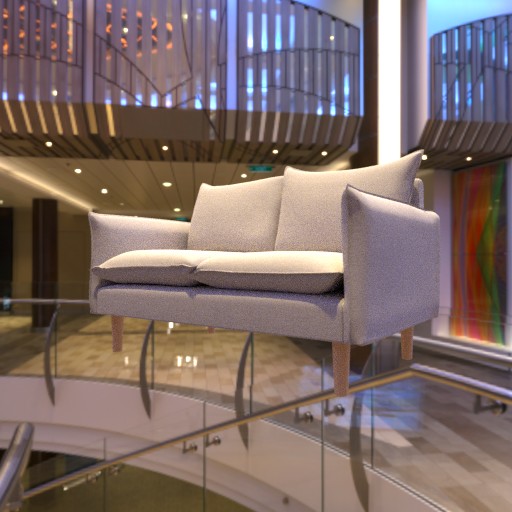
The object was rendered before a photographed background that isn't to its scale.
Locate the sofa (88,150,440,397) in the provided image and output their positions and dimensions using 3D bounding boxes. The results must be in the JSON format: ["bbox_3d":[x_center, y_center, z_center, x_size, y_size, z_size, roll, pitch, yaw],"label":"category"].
[{"bbox_3d":[0.000,0.000,1.876,1.300,0.840,0.820,0,-1,36],"label":"sofa"}]
